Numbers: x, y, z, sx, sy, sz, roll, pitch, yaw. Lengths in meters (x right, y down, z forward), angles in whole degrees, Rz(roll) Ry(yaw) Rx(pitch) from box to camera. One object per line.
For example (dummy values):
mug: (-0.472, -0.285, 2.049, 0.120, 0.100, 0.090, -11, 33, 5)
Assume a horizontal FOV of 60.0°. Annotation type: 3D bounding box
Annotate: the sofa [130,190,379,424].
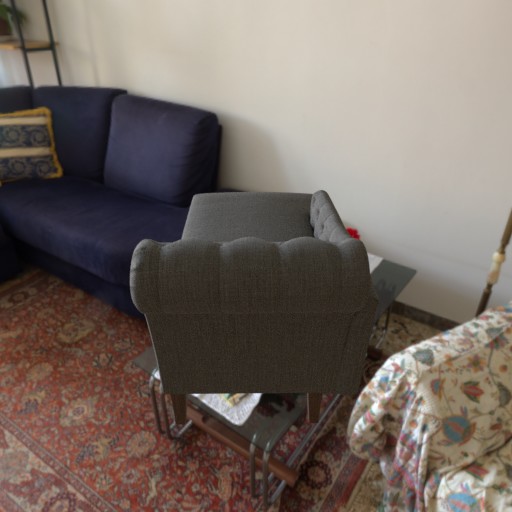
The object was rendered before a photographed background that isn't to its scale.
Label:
sofa: (0.000, 0.000, 1.821, 0.675, 0.787, 1.379, 0, 31, -1)
